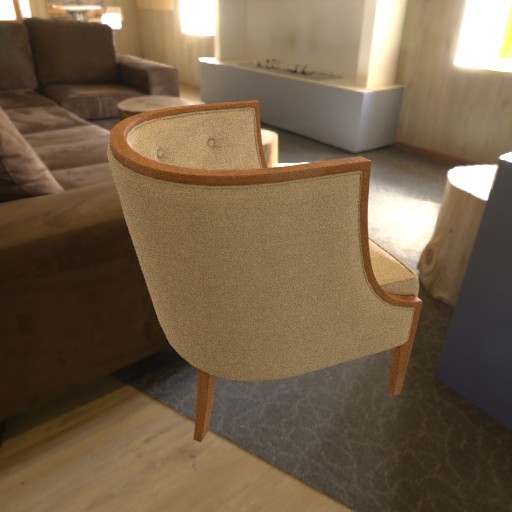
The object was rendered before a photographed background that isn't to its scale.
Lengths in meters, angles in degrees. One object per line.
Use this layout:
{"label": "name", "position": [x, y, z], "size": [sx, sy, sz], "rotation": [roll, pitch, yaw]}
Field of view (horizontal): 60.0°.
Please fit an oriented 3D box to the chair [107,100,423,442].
{"label": "chair", "position": [0.000, 0.000, 1.353], "size": [0.757, 0.775, 0.711], "rotation": [-11, 32, -18]}
